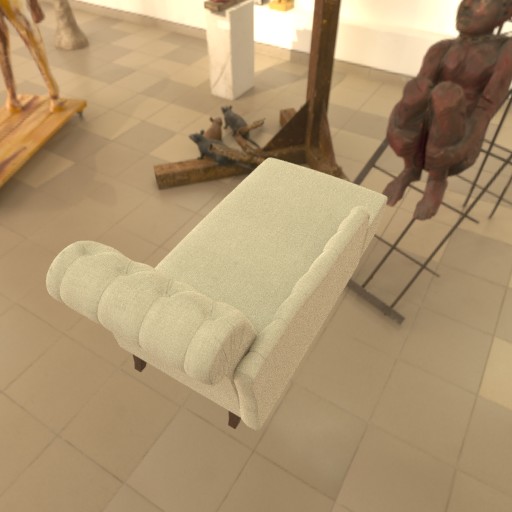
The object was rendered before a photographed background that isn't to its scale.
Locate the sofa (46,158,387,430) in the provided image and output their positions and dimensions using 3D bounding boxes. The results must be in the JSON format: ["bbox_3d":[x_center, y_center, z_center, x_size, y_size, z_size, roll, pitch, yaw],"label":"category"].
[{"bbox_3d":[0.000,0.000,1.816,0.675,0.787,1.379,23,50,21],"label":"sofa"}]
